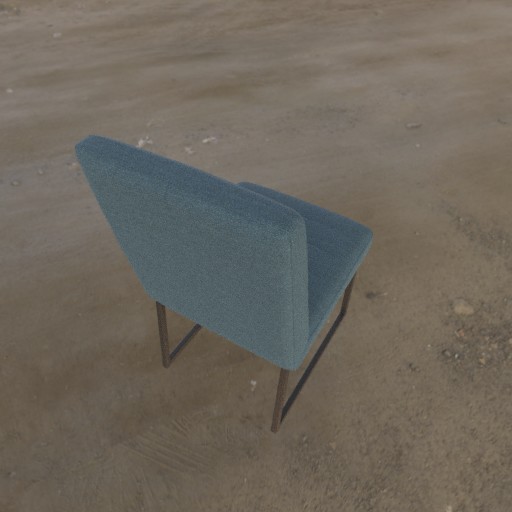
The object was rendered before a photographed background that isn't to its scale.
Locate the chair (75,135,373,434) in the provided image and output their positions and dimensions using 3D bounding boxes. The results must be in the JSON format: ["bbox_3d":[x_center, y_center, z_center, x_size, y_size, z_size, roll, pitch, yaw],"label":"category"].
[{"bbox_3d":[0.000,0.000,1.310,0.520,0.930,0.634,24,51,21],"label":"chair"}]
